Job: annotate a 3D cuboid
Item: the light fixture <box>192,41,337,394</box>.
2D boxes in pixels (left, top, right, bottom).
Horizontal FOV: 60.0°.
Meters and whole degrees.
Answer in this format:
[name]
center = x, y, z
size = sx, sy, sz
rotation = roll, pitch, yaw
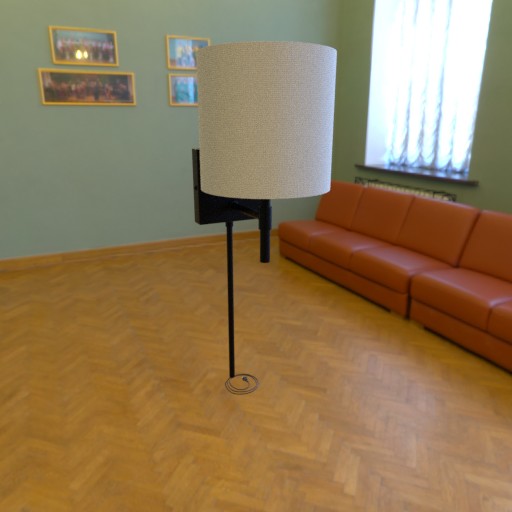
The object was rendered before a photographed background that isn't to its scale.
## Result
[light fixture]
center = 0.000, 0.000, 0.710
size = 0.188, 0.589, 0.248
rotation = -9, 19, -26
